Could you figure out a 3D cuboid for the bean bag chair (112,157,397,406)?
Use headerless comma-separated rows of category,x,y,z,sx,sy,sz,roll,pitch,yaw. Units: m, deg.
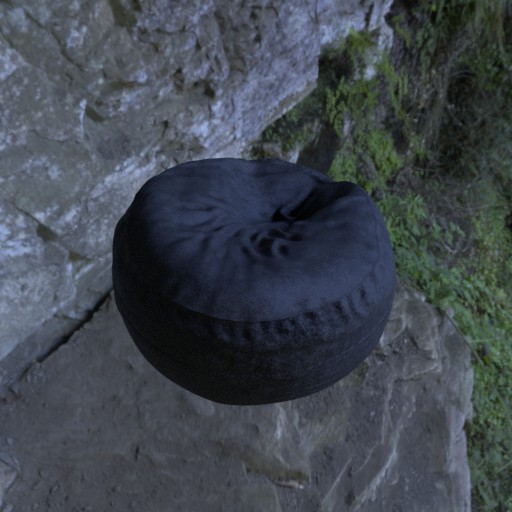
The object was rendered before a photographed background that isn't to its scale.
bean bag chair,0.000,0.000,2.434,1.525,0.751,1.525,0,46,0
